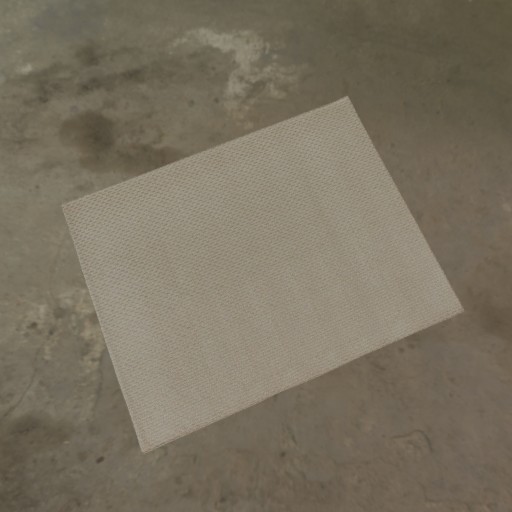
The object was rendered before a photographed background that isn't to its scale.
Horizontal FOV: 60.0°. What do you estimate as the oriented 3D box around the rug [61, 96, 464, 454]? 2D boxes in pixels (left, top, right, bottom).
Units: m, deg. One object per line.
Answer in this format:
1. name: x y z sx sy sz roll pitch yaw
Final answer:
1. rug: 0.000 0.000 3.890 2.897 0.035 2.277 -22 76 -6
